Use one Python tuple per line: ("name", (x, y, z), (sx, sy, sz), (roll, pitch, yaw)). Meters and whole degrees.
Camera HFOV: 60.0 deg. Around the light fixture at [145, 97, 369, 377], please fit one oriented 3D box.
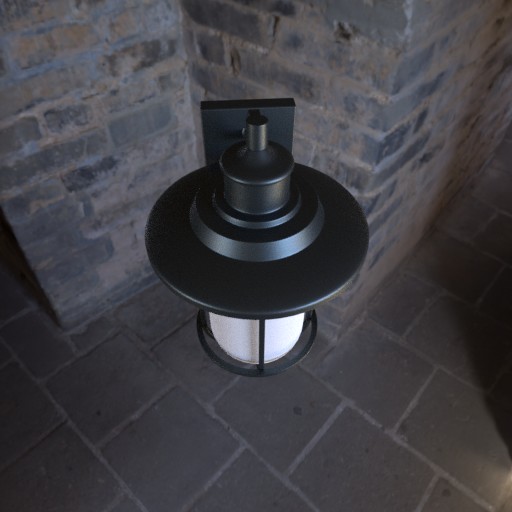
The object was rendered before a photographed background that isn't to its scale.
("light fixture", (0.000, 0.000, 0.496), (0.222, 0.345, 0.252), (-3, 46, -3))
